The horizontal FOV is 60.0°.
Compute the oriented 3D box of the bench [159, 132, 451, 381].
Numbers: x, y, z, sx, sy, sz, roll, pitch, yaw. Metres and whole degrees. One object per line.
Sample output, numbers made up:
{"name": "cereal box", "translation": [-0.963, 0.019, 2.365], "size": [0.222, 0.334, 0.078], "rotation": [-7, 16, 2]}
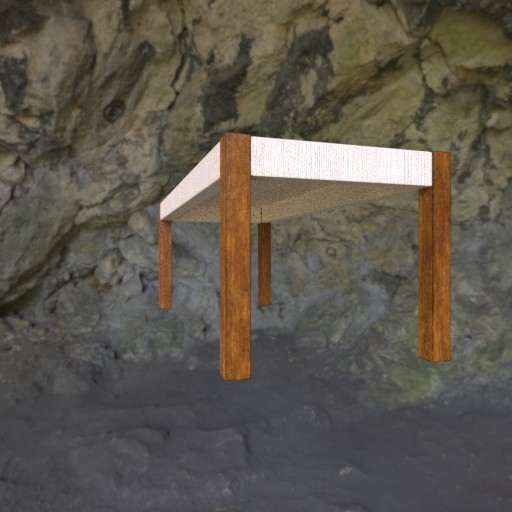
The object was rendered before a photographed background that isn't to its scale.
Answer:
{"name": "bench", "translation": [0.000, 0.000, 1.460], "size": [0.507, 0.457, 1.198], "rotation": [0, 0, -18]}
